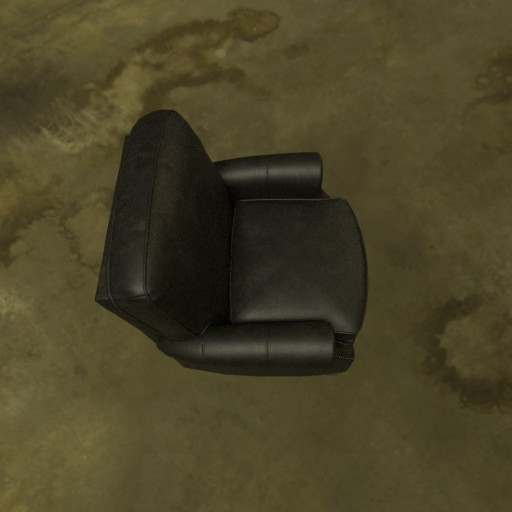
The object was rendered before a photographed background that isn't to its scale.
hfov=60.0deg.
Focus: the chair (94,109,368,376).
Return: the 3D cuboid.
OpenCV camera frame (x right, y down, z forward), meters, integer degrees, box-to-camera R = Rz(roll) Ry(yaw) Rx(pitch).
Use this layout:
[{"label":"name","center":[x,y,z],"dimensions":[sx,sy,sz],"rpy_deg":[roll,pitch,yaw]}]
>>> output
[{"label":"chair","center":[0.000,0.000,1.806],"dimensions":[0.986,1.018,0.936],"rpy_deg":[1,63,0]}]
